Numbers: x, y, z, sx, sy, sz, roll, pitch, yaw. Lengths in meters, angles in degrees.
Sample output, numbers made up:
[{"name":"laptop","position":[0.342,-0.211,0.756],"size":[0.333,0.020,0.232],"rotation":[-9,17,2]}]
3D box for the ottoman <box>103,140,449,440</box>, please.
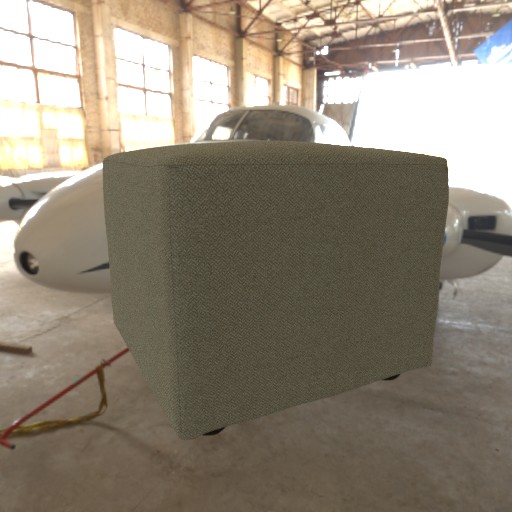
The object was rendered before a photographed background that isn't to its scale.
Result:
[{"name":"ottoman","position":[0.000,0.000,0.909],"size":[0.512,0.453,0.521],"rotation":[-7,15,-27]}]
